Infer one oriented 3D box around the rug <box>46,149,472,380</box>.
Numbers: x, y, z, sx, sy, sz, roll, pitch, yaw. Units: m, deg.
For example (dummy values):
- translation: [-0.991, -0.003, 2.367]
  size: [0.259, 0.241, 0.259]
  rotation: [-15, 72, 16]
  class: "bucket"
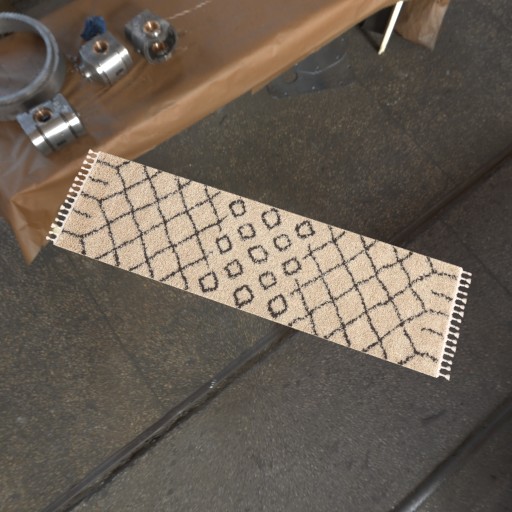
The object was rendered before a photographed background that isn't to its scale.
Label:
- translation: [0.000, 0.000, 2.624]
  size: [2.464, 0.005, 0.660]
  rotation: [18, 75, 5]
  class: "rug"
